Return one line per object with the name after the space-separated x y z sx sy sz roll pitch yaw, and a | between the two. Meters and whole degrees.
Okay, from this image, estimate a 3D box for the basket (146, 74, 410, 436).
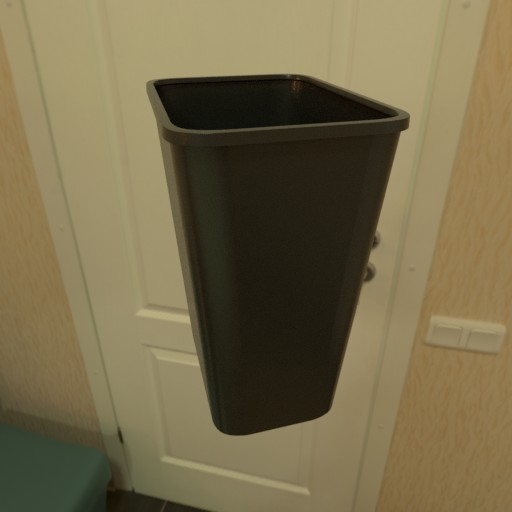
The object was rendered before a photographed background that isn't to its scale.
0.000 0.000 0.750 0.287 0.521 0.394 -8 31 -13 | basket
